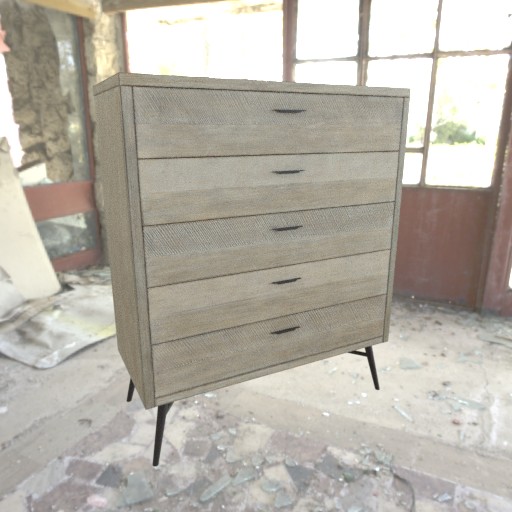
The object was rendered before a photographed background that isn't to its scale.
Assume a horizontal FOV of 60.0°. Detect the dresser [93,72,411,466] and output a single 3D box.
[{"bbox_3d":[0.000,0.000,1.707,1.016,1.219,0.457,-8,18,-26],"label":"dresser"}]
